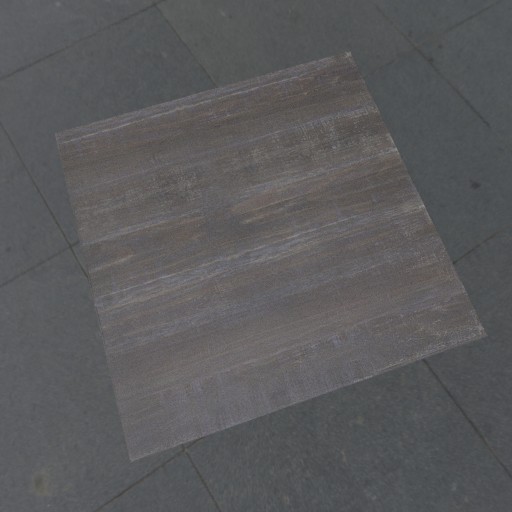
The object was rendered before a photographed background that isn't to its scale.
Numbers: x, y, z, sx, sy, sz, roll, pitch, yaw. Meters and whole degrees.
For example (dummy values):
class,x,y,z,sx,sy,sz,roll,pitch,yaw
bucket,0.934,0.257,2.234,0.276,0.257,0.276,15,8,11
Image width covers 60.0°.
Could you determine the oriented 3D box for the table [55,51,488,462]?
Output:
class,x,y,z,sx,sy,sz,roll,pitch,yaw
table,0.000,0.000,1.097,0.696,0.400,0.696,-18,74,-5
